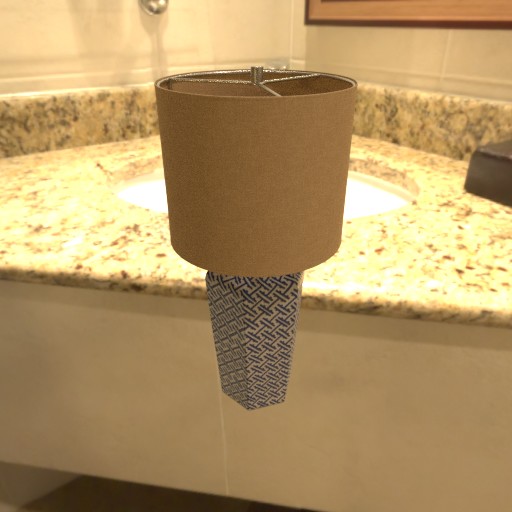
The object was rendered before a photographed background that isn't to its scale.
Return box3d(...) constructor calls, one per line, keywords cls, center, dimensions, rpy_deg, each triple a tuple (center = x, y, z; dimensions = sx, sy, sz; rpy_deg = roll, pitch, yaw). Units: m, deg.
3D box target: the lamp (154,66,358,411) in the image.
box3d(cls="lamp", center=(0.000, 0.000, 0.864), dimensions=(0.320, 0.682, 0.320), rpy_deg=(9, 30, 15))
